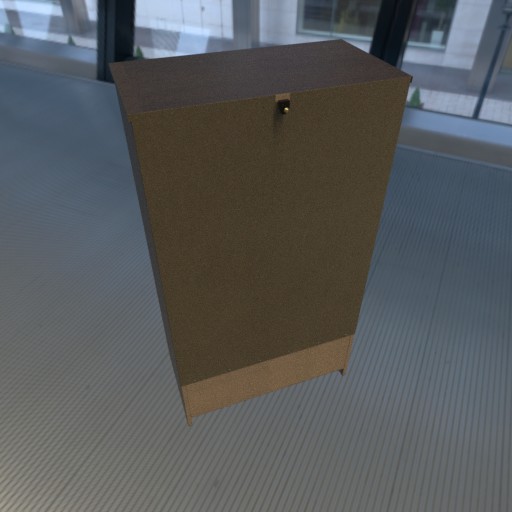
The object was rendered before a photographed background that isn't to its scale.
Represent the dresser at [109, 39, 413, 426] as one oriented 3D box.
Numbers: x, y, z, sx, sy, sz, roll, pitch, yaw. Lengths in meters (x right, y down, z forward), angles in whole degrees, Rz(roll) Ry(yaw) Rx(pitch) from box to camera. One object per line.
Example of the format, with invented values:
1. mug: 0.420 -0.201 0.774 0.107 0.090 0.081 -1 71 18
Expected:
1. dresser: 0.000 0.000 1.547 0.704 1.254 0.418 -13 42 -15
